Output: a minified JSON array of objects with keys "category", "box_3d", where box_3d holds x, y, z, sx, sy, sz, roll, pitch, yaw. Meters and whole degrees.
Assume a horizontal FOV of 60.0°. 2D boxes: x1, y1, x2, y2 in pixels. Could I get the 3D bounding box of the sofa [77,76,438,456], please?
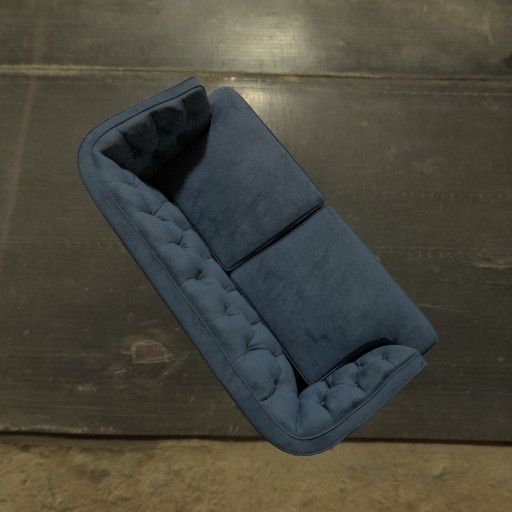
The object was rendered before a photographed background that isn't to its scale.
[{"category":"sofa","box_3d":[0.000,0.000,2.217,0.941,0.854,1.733,-36,79,-8]}]
